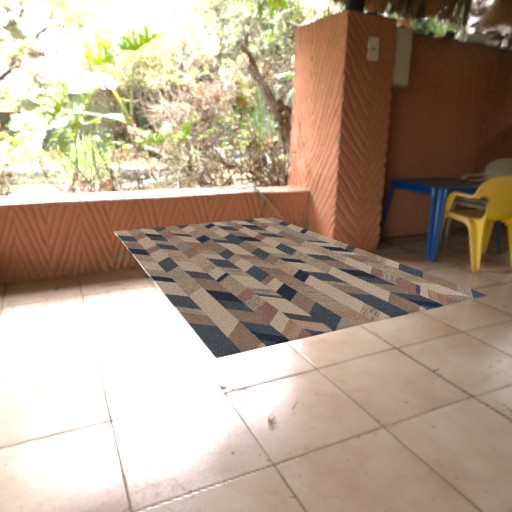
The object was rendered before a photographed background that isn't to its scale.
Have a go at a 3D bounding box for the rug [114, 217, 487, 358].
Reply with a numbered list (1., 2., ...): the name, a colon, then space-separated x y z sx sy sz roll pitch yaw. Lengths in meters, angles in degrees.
1. rug: 0.000 0.000 3.023 1.513 0.008 2.423 -7 17 -25
